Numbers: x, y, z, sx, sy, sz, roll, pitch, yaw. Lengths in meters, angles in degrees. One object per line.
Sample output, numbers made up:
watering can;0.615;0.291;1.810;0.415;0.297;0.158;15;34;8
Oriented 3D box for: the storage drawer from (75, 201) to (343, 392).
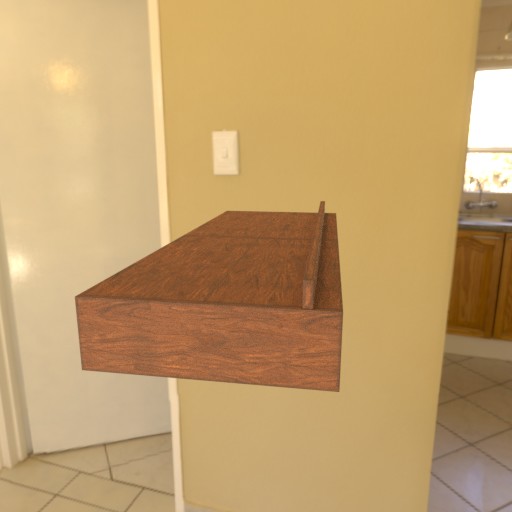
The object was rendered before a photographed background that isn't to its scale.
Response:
storage drawer;0.000;0.000;2.144;0.774;0.339;1.914;2;13;9
